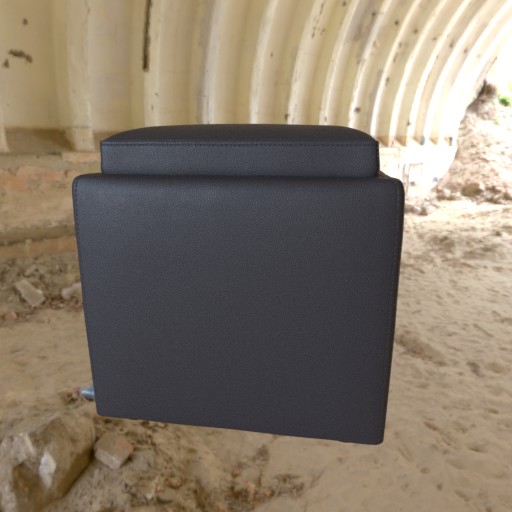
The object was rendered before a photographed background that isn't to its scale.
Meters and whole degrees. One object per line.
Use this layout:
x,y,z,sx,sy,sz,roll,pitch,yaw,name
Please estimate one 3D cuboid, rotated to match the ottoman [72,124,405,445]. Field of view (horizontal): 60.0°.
0.000,0.000,0.810,0.450,0.460,0.451,2,15,9,ottoman
